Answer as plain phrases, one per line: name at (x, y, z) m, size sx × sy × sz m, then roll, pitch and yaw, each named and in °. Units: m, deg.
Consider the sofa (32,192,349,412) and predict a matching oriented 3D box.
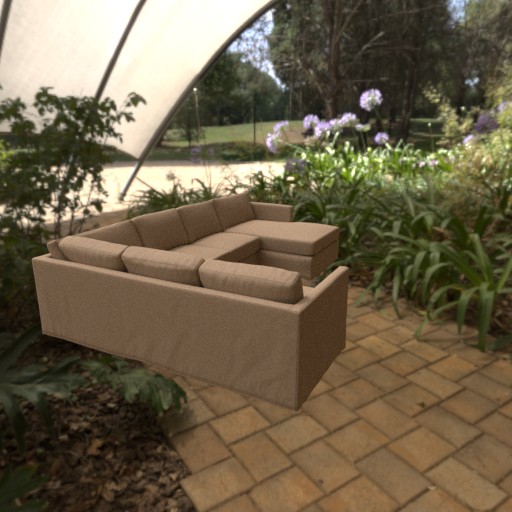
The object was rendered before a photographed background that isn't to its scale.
sofa at (0.000, 0.000, 4.676) m, size 2.427 × 0.882 × 3.460 m, roll 8°, pitch 18°, yaw 27°
